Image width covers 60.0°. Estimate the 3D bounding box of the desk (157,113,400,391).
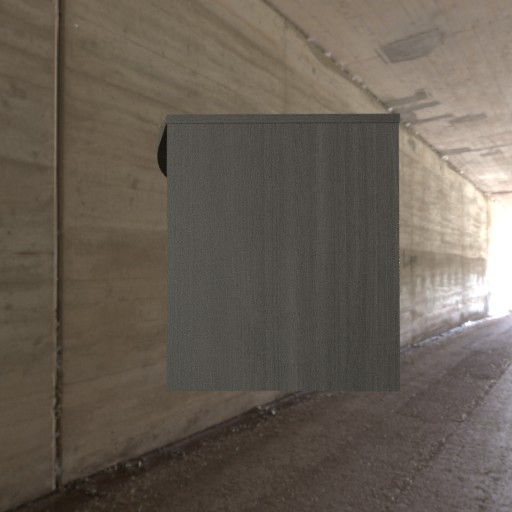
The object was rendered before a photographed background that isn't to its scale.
[{"bbox_3d":[0.000,0.000,2.001,0.802,0.750,1.600,0,-1,1],"label":"desk"}]
